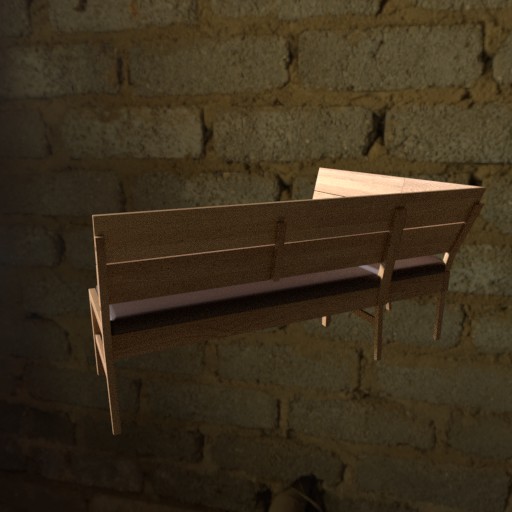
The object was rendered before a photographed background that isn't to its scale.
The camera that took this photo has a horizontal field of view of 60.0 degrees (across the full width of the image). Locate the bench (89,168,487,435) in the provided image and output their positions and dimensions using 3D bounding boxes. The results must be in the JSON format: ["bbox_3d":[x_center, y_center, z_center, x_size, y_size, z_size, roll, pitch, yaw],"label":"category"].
[{"bbox_3d":[0.000,0.000,2.683,1.975,0.890,1.549,-8,17,-26],"label":"bench"}]
